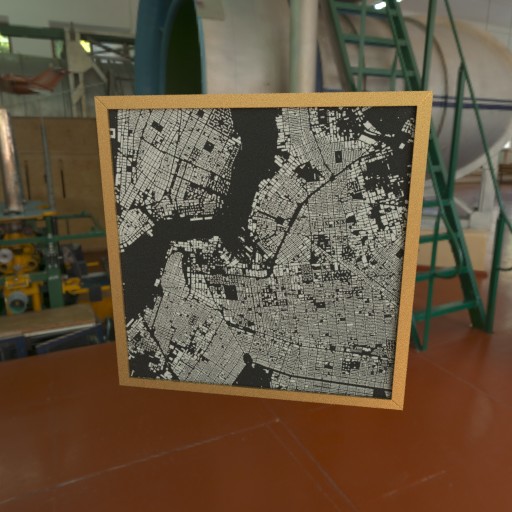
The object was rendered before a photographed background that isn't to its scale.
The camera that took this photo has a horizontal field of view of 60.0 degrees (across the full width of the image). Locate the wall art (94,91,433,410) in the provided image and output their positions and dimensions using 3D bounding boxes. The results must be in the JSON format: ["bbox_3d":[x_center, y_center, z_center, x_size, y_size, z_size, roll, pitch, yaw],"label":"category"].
[{"bbox_3d":[0.000,0.000,1.872,1.284,1.284,0.095,2,15,9],"label":"wall art"}]
